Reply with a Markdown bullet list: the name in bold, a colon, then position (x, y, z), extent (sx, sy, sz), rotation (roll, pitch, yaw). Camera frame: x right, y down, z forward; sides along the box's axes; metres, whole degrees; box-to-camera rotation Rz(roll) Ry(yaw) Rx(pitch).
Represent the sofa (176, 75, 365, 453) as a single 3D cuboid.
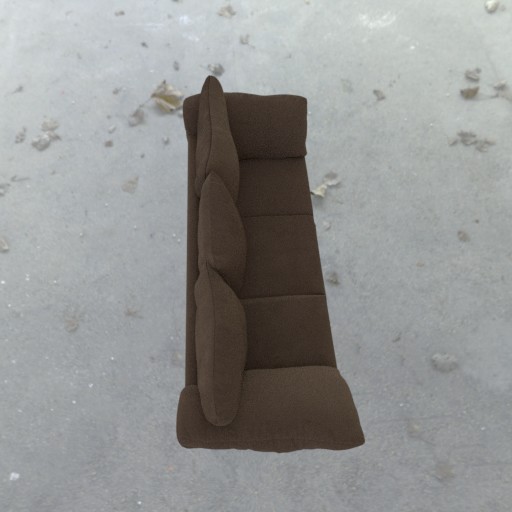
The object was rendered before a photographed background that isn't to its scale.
- **sofa**: position (0.000, 0.000, 2.803), extent (0.878, 1.015, 2.336), rotation (-3, 62, -2)
